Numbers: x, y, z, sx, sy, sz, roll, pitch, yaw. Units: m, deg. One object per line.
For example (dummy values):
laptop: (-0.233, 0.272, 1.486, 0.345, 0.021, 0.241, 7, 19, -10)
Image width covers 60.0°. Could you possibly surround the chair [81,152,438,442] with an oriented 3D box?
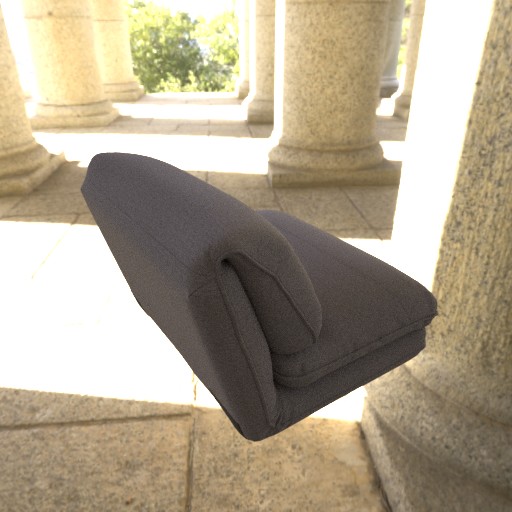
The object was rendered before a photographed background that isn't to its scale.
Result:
chair: (0.000, 0.000, 1.335, 0.780, 0.580, 0.820, -17, 31, -30)
